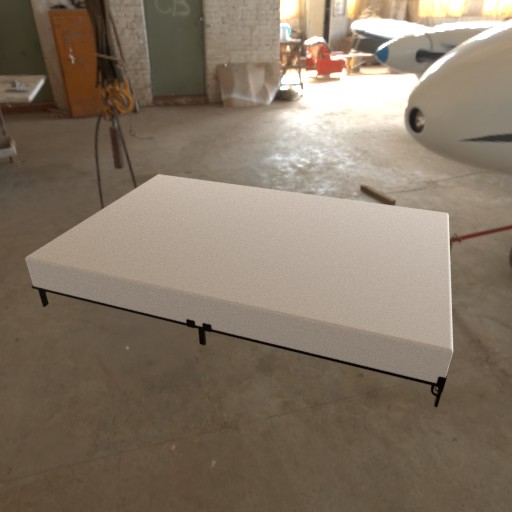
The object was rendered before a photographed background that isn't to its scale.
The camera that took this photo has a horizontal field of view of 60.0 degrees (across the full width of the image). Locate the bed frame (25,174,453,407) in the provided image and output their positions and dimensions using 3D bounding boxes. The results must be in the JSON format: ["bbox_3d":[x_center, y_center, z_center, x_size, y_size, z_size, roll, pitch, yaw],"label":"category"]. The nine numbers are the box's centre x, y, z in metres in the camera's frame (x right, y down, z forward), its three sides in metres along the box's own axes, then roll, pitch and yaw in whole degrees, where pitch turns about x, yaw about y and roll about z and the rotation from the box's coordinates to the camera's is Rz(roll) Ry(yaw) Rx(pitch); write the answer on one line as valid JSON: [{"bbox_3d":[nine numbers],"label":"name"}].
[{"bbox_3d":[0.000,0.000,3.735,2.987,0.440,1.930,10,32,17],"label":"bed frame"}]
